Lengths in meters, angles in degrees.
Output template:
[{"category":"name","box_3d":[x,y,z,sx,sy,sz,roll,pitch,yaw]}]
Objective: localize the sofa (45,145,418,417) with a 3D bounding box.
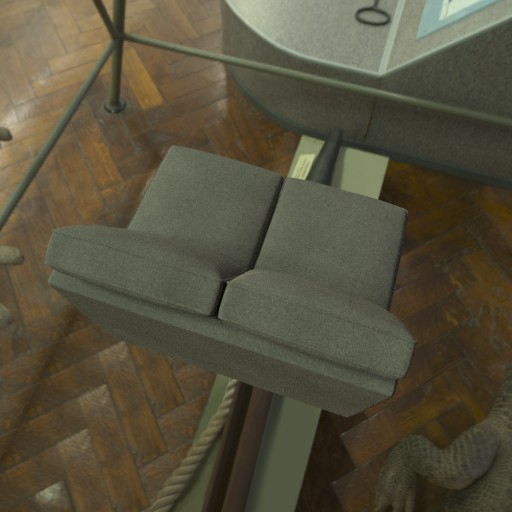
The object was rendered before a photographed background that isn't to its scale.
[{"category":"sofa","box_3d":[0.000,0.000,1.946,1.237,1.008,0.951,17,66,8]}]
